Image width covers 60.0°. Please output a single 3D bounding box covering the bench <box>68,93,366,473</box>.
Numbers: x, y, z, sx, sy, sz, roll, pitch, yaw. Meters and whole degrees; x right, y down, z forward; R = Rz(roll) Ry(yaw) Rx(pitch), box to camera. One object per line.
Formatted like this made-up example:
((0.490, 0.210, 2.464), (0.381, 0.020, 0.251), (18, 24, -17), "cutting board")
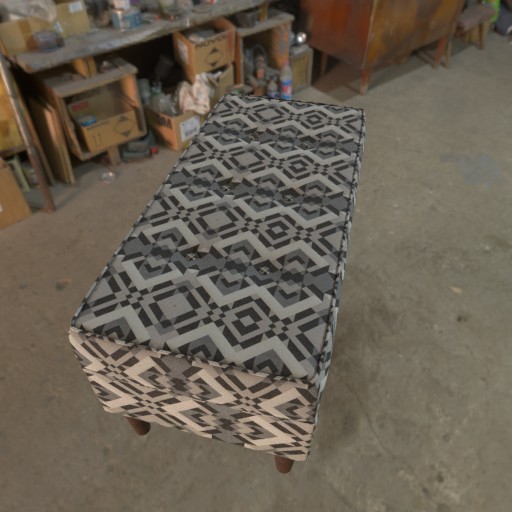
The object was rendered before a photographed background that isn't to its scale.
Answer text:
((0.000, 0.000, 1.266), (0.492, 0.477, 1.016), (10, 46, 10), "bench")
